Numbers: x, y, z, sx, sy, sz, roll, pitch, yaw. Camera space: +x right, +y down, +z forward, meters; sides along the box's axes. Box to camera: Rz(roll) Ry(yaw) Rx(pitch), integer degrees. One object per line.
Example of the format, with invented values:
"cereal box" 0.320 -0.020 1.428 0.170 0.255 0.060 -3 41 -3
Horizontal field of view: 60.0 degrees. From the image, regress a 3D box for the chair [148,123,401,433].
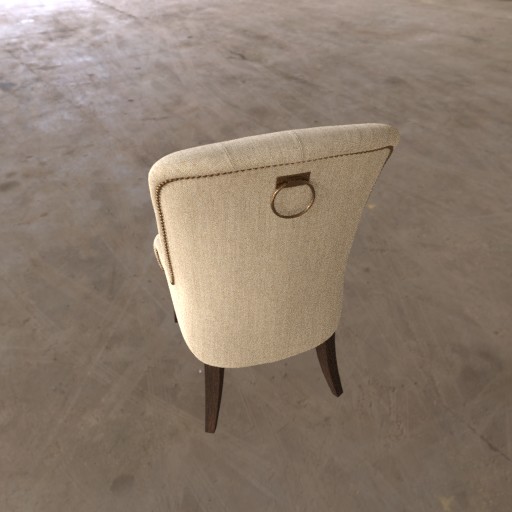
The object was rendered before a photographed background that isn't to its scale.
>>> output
"chair" 0.000 0.000 1.473 0.634 1.091 0.629 -11 41 -13
